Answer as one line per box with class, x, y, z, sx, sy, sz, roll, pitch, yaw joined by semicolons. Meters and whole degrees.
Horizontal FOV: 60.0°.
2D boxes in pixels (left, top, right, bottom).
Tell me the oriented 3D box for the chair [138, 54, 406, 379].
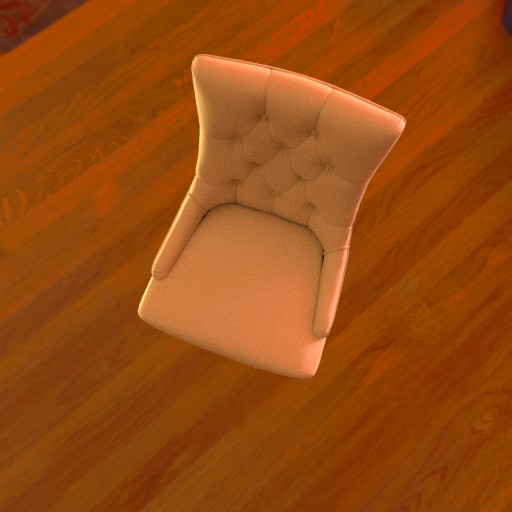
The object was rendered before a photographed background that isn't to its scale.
chair;0.000;0.000;1.226;0.509;0.874;0.565;19;77;5
